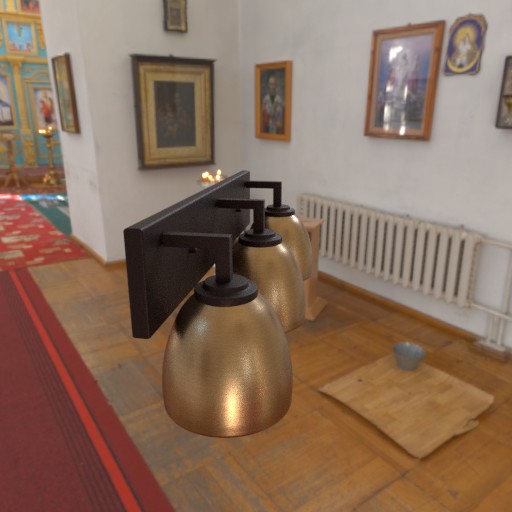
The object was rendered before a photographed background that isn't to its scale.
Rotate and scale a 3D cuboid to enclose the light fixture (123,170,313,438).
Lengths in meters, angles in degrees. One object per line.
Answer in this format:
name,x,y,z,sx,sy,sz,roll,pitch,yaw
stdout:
light fixture,0.000,0.000,0.681,0.157,0.204,0.582,3,17,9
